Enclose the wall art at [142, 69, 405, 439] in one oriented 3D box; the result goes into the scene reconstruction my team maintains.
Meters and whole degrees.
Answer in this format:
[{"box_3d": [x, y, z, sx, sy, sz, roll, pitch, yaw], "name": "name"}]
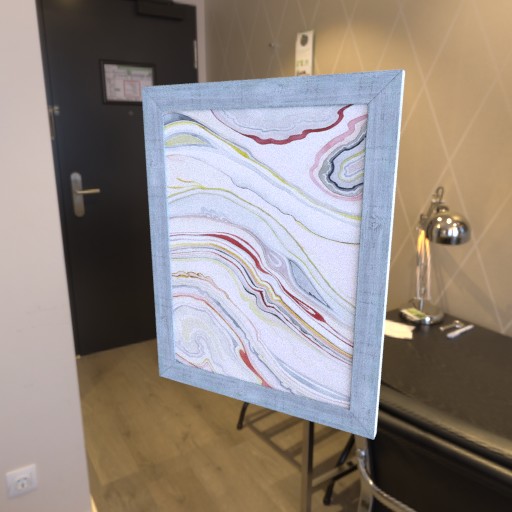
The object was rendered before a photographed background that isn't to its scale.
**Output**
[{"box_3d": [0.000, 0.000, 0.825, 0.481, 0.613, 0.020, 7, 16, 26], "name": "wall art"}]
